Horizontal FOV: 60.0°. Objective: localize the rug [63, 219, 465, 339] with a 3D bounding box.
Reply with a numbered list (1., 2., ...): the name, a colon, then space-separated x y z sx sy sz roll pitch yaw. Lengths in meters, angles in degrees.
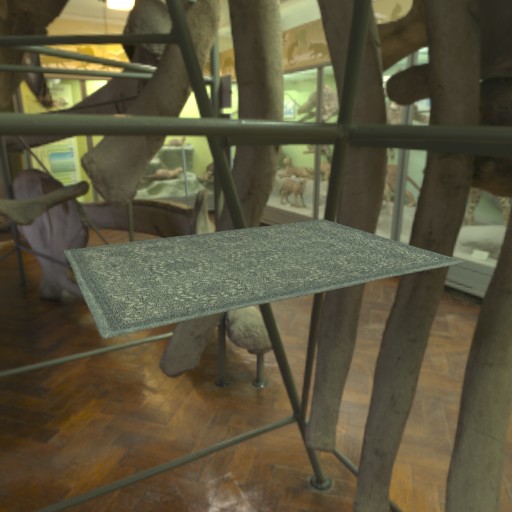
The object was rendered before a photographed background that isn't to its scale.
1. rug: 0.000 0.000 2.407 1.830 0.016 1.224 -9 19 -27
